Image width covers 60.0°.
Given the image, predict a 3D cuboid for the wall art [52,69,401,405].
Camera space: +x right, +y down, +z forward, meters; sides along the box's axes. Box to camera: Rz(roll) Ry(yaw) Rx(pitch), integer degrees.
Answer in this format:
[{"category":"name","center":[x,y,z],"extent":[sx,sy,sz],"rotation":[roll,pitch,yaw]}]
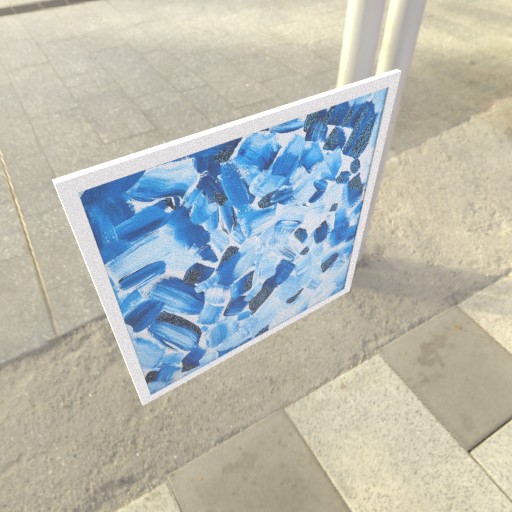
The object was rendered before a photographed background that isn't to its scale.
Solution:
[{"category":"wall art","center":[0.000,0.000,1.190],"extent":[0.812,0.812,0.015],"rotation":[-25,51,-22]}]
